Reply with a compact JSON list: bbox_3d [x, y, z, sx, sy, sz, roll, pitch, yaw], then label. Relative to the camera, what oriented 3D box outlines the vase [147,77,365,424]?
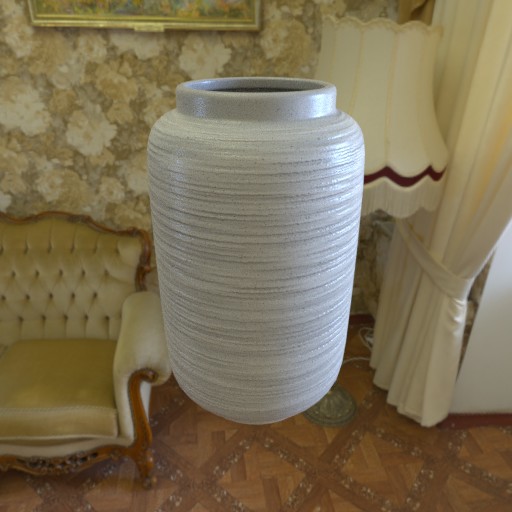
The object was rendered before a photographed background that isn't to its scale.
[{"bbox_3d":[0.000,0.000,0.461,0.202,0.335,0.202,0,27,0],"label":"vase"}]
